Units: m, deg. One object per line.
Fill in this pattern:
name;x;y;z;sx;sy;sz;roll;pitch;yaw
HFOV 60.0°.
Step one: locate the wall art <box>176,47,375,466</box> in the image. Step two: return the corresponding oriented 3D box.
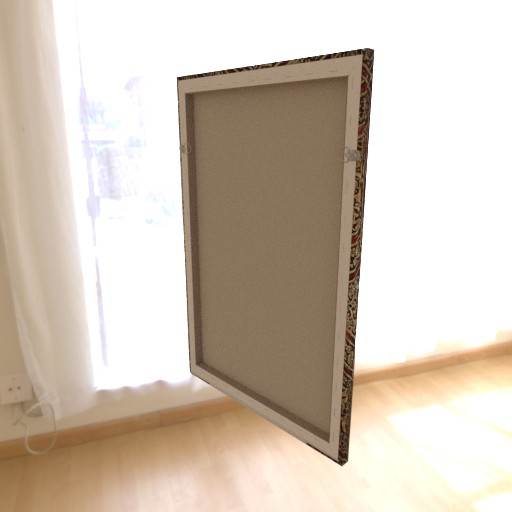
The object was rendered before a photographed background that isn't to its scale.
wall art;0.000;0.000;0.752;0.020;0.599;0.397;-15;21;-43
